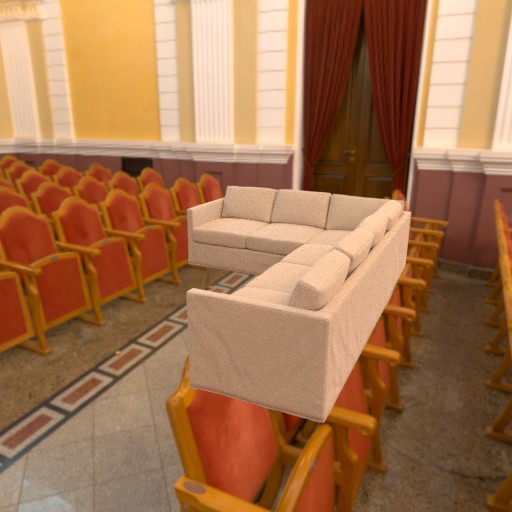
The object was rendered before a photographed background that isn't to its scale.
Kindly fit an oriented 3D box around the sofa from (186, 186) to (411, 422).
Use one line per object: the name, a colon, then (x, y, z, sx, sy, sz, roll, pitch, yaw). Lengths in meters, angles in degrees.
sofa: (0.000, 0.000, 4.293, 2.432, 0.871, 3.182, 8, 19, 25)
